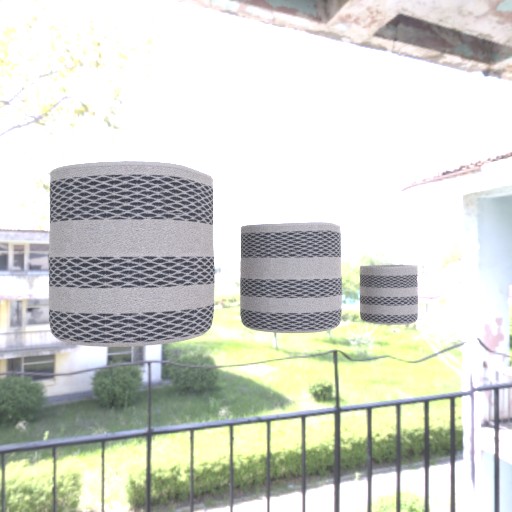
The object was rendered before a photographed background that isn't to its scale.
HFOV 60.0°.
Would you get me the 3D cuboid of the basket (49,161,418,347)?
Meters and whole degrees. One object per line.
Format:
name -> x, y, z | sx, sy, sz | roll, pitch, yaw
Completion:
basket -> 0.000, 0.000, 1.080 | 0.917, 0.356, 0.351 | 0, -1, -20
